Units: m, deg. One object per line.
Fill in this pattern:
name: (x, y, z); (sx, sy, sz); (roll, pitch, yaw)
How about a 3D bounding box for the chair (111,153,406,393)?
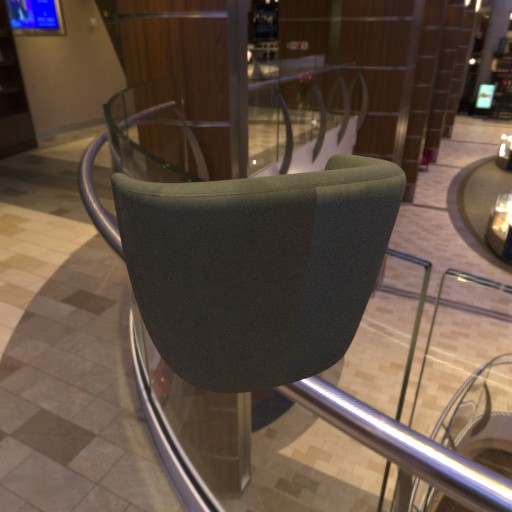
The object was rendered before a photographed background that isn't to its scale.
chair: (0.000, 0.000, 1.350); (0.773, 0.698, 0.767); (-9, 28, -16)
